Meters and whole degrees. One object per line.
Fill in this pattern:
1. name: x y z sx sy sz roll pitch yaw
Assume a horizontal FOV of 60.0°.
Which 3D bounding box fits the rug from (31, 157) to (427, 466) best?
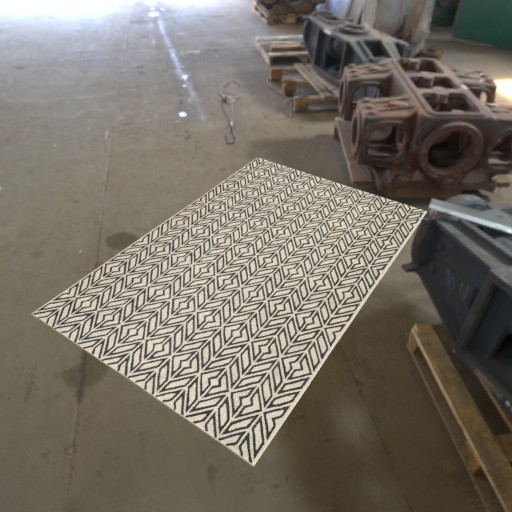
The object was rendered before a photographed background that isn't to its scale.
1. rug: 0.000 0.000 2.321 1.220 0.007 1.828 24 45 26
